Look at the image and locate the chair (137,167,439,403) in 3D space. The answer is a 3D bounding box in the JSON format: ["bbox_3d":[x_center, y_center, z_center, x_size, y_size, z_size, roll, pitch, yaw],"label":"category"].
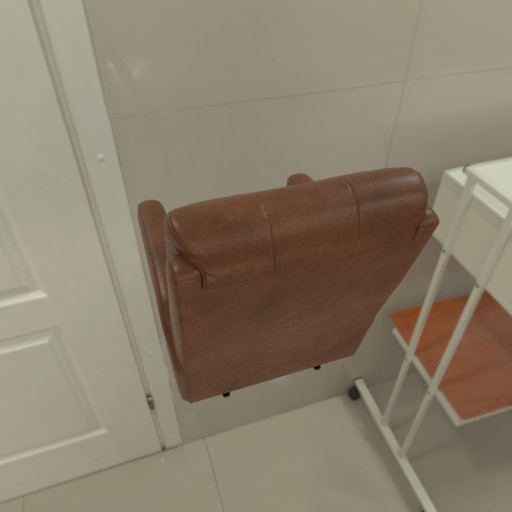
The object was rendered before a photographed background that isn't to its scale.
[{"bbox_3d":[0.000,0.000,1.669,0.787,1.016,0.939,-13,42,-14],"label":"chair"}]
